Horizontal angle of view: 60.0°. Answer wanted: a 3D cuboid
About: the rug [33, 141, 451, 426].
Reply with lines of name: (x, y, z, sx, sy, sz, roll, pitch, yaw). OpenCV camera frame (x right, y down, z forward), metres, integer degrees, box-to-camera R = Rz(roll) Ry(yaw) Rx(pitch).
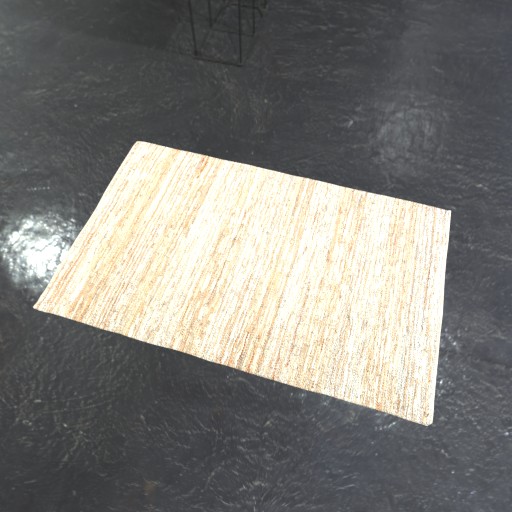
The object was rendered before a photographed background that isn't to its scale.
rug: (0.000, 0.000, 2.954, 2.446, 0.009, 1.529, 14, 60, 9)
